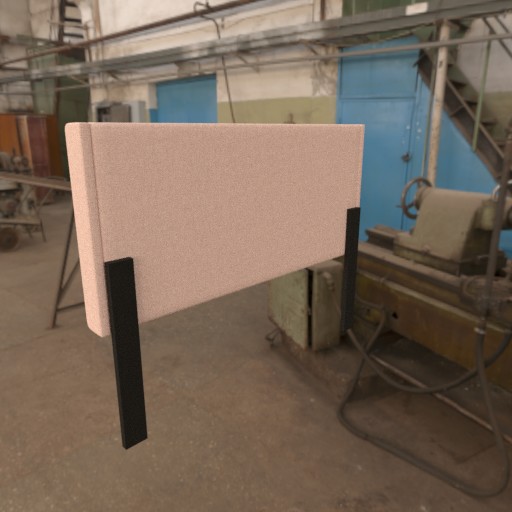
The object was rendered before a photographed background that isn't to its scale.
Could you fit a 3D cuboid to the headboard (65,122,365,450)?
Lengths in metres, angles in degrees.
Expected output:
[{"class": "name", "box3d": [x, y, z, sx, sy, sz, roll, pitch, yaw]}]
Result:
[{"class": "headboard", "box3d": [0.000, 0.000, 2.666, 2.051, 1.524, 0.184, -15, 22, -43]}]
